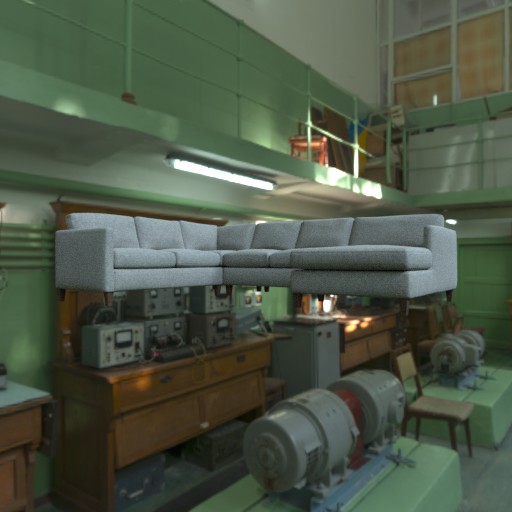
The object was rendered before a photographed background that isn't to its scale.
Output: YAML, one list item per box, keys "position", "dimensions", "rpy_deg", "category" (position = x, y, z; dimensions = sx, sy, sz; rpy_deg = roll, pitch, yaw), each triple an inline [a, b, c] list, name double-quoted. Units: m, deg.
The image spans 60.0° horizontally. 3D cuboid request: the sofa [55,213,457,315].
- position: [0.000, 0.000, 4.684]
  dimensions: [3.460, 0.959, 2.593]
  rpy_deg: [0, -1, 36]
  category: "sofa"
